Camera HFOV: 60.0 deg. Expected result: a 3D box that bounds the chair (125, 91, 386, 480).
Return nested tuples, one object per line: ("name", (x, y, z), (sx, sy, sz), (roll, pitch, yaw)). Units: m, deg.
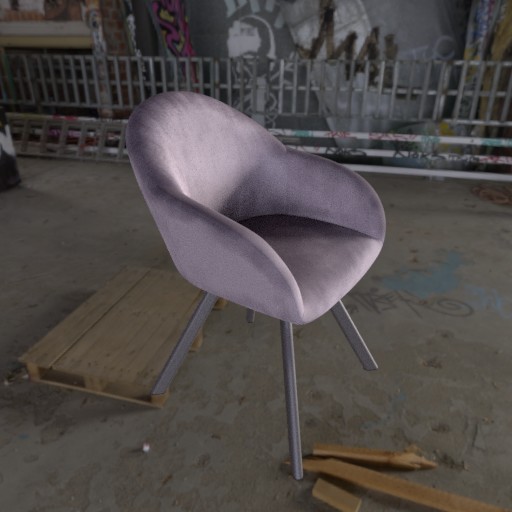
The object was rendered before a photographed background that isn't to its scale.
("chair", (0.000, 0.000, 1.178), (0.590, 0.795, 0.550), (17, 30, 31))
